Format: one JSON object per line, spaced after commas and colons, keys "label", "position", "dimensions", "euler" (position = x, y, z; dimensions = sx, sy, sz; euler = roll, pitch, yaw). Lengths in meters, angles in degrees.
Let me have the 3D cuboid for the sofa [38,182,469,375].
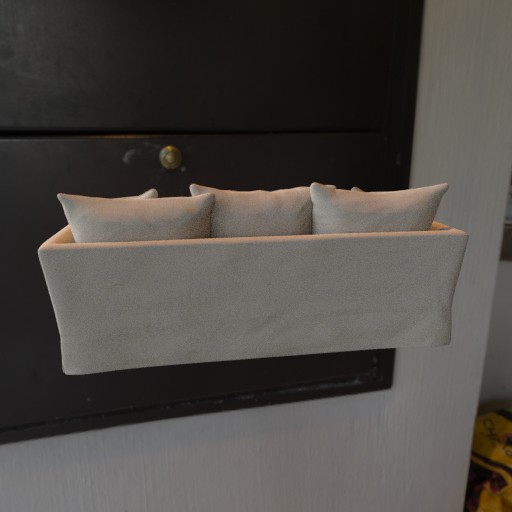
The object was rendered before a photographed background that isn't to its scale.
{"label": "sofa", "position": [0.000, 0.000, 3.037], "dimensions": [2.499, 1.047, 1.046], "euler": [-2, 15, -9]}
